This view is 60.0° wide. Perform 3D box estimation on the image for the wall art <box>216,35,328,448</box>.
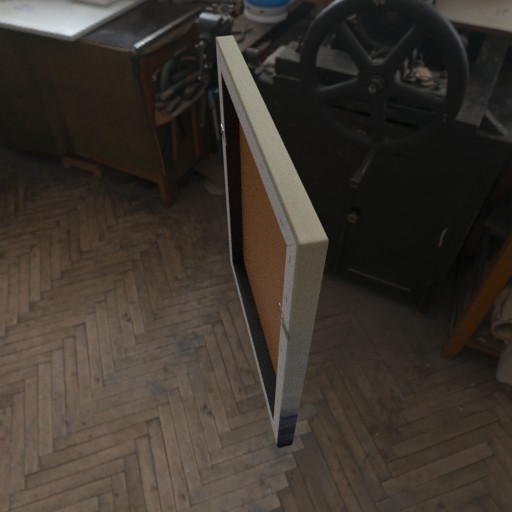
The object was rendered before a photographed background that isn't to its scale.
[{"bbox_3d":[0.000,0.000,0.987,0.041,0.710,0.608,-10,49,-9],"label":"wall art"}]
